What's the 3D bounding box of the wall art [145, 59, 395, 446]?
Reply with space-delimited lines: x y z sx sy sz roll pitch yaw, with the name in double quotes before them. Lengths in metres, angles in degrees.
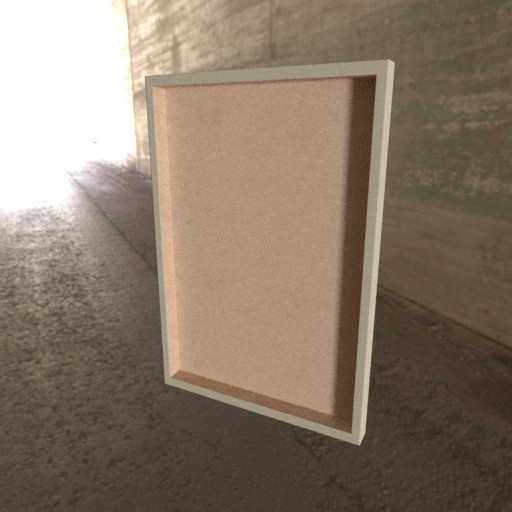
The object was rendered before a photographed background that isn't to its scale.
"wall art" 0.000 0.000 0.781 0.418 0.608 0.038 8 18 26
